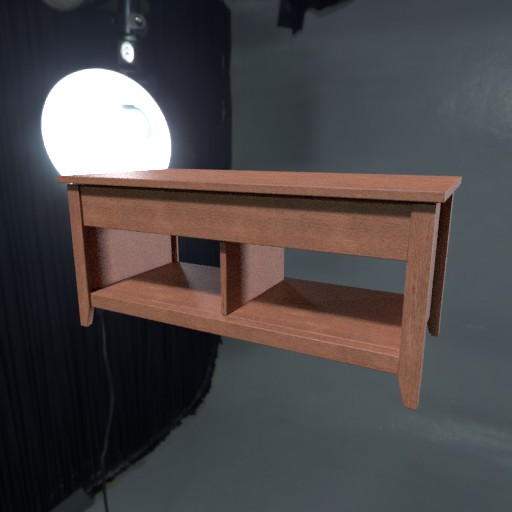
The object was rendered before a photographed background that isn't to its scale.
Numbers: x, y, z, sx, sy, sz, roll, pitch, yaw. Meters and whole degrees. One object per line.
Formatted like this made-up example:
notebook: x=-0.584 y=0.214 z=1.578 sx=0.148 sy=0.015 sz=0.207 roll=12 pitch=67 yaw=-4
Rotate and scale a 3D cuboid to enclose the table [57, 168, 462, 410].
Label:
table: x=0.000 y=0.000 z=1.284 sx=1.016 sy=0.457 sz=0.483 roll=7 pitch=15 yaw=27
